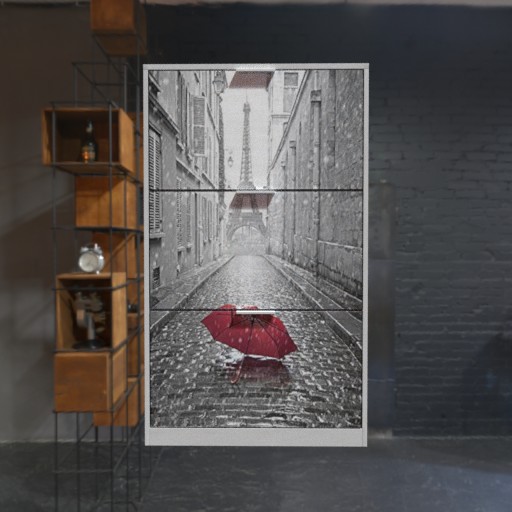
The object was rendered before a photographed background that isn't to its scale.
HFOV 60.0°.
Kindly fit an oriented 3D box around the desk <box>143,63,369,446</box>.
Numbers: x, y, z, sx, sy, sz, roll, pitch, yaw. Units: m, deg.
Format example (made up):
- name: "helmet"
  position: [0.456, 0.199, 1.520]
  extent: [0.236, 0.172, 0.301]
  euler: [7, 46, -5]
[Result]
- name: "desk"
  position: [0.000, 0.000, 1.595]
  extent: [0.750, 1.280, 0.250]
  euler: [0, 1, 1]
